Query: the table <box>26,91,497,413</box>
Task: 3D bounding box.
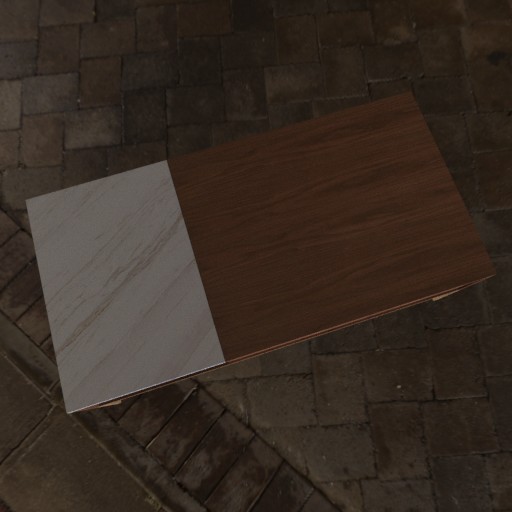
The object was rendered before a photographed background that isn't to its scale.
[{"bbox_3d":[0.000,0.000,1.881,1.553,0.551,0.789,-17,75,-5],"label":"table"}]
